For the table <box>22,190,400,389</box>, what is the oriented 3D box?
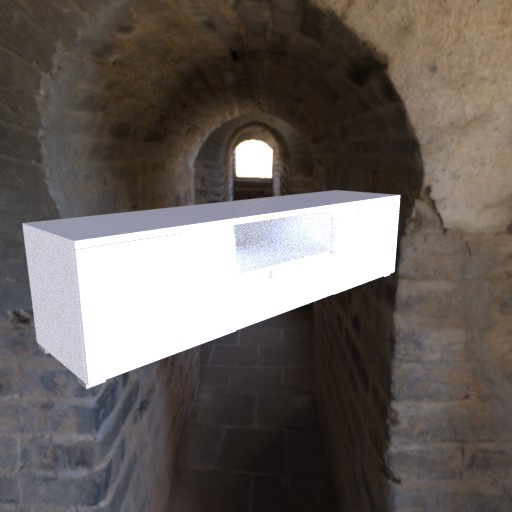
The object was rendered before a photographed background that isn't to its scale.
[{"bbox_3d":[0.000,0.000,1.852,1.650,0.420,0.390,-13,19,-43],"label":"table"}]
